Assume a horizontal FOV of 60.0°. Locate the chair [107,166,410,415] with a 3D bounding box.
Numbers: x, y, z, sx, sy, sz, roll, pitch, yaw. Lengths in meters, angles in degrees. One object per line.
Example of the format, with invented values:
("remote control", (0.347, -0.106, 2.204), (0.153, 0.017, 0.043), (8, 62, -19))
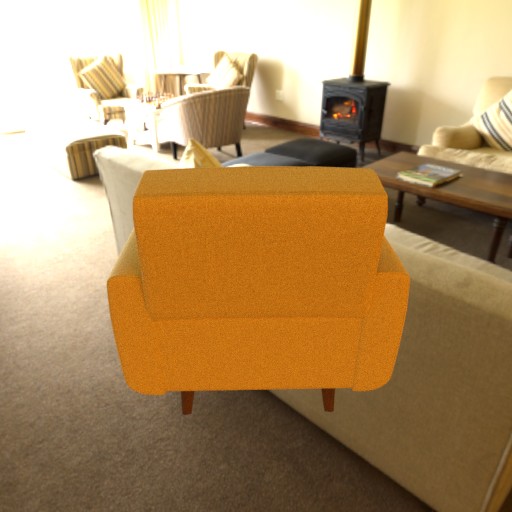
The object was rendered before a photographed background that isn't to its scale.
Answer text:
("chair", (0.000, 0.000, 1.570), (0.831, 0.841, 0.909), (-1, 29, -1))
